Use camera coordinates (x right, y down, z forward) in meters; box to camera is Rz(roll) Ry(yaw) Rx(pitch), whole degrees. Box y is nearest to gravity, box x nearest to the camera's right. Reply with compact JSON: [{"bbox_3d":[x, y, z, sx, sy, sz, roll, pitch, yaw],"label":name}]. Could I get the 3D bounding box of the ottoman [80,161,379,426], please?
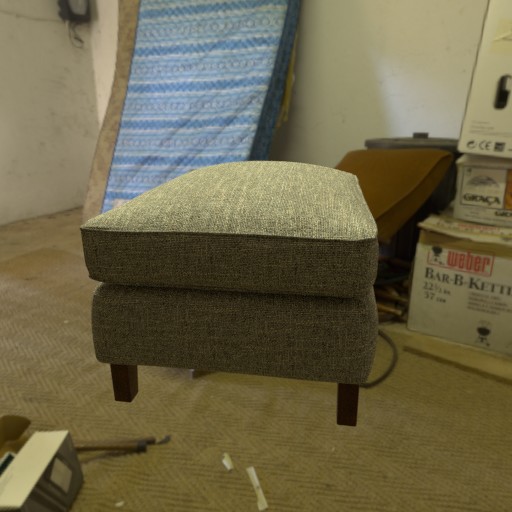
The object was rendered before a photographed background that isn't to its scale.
[{"bbox_3d":[0.000,0.000,1.015,0.508,0.406,0.686,3,19,9],"label":"ottoman"}]
